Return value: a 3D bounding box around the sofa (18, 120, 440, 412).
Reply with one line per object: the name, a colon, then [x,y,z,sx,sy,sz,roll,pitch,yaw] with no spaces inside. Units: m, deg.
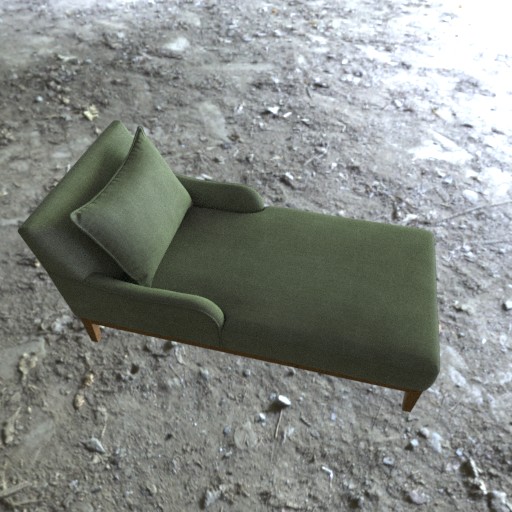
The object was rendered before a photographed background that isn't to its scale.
sofa: [0.000,0.000,2.216,1.779,0.859,0.894,10,48,9]
